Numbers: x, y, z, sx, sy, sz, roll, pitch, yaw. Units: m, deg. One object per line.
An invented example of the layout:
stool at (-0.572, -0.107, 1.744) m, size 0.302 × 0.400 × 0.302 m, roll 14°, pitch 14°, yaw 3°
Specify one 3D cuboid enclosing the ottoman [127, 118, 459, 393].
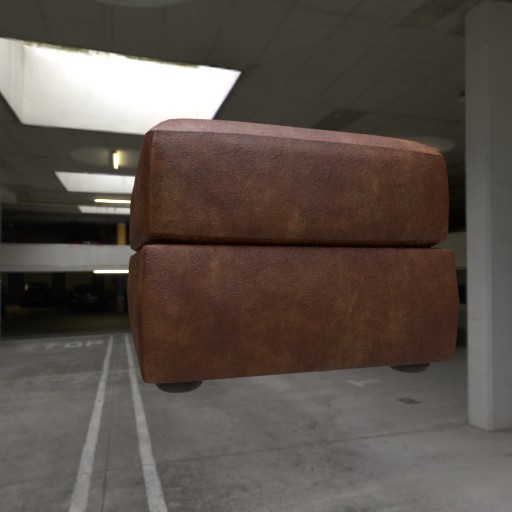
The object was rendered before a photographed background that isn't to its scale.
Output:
ottoman at (0.000, 0.000, 1.106) m, size 0.603 × 0.476 × 0.751 m, roll 0°, pitch -1°, yaw -17°
